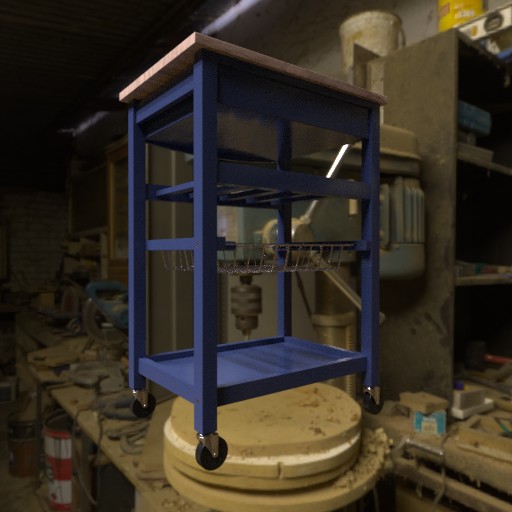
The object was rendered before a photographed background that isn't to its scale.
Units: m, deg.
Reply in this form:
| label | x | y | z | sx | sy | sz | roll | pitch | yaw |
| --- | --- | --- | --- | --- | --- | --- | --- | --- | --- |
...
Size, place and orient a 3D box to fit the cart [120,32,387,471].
| label | x | y | z | sx | sy | sz | roll | pitch | yaw |
| --- | --- | --- | --- | --- | --- | --- | --- | --- | --- |
| cart | 0.000 | 0.000 | 1.163 | 0.584 | 0.839 | 0.403 | 0 | 1 | -37 |
